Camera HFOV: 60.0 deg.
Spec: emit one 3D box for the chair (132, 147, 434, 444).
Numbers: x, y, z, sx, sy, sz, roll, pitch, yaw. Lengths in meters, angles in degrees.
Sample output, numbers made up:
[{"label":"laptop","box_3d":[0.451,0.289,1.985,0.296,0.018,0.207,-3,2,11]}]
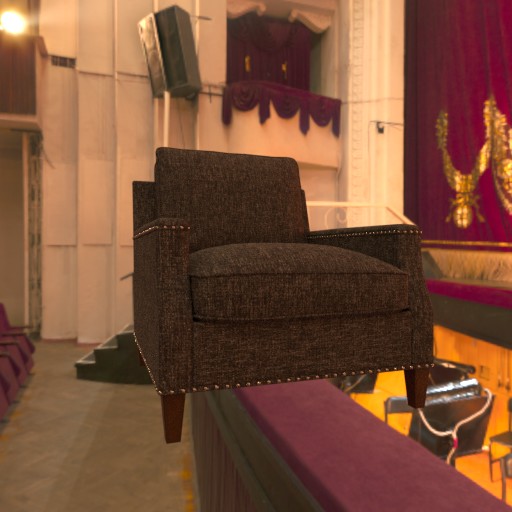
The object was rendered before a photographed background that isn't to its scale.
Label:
[{"label":"chair","box_3d":[0.000,0.000,1.682,0.853,0.943,1.014,0,0,-19]}]
